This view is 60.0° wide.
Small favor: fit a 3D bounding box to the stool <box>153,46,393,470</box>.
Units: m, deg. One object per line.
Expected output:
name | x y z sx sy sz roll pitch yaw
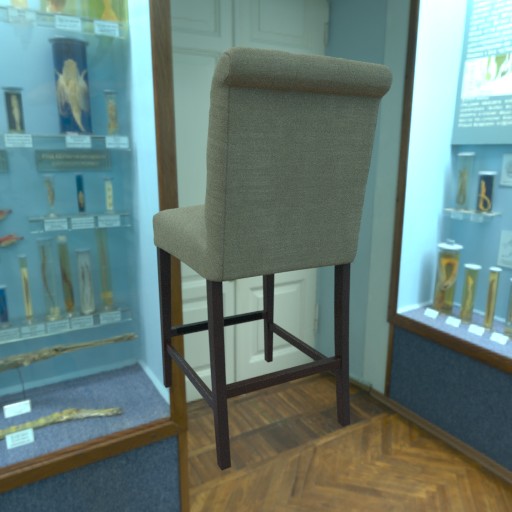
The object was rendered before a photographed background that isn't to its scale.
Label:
stool | 0.000 0.000 1.406 0.486 1.084 0.660 -7 15 -27
